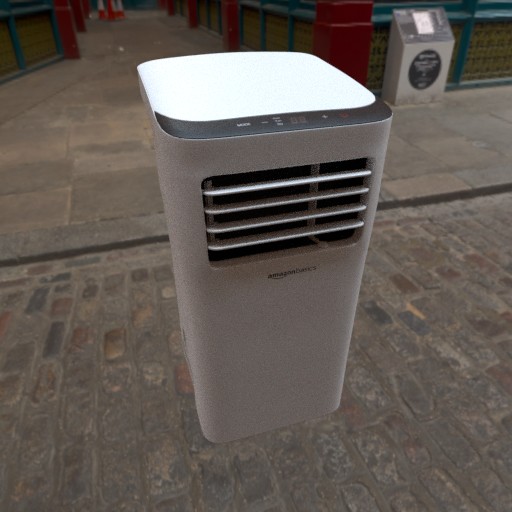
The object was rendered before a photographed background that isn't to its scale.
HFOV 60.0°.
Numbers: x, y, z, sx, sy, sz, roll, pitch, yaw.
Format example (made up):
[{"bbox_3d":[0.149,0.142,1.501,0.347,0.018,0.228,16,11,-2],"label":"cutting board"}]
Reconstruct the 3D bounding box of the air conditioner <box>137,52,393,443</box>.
[{"bbox_3d":[0.000,0.000,0.904,0.352,0.716,0.369,-10,34,-15],"label":"air conditioner"}]
